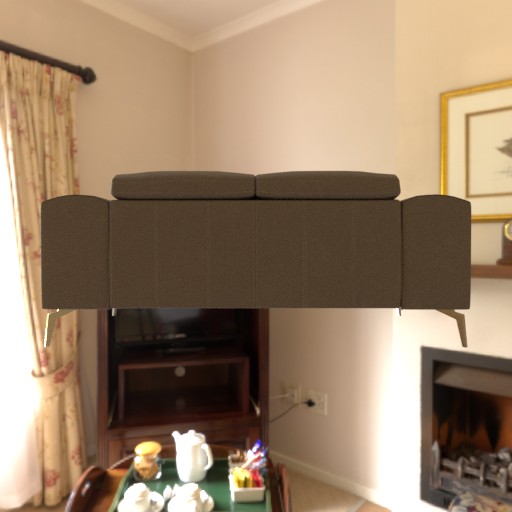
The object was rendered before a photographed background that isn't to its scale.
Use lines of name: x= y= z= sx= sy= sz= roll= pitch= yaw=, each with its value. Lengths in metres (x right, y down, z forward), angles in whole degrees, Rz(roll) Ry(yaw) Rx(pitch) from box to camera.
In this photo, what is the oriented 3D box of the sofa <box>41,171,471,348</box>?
sofa: x=0.000 y=0.000 z=2.402 sx=1.895 sy=0.779 sz=1.003 roll=0 pitch=1 yaw=0
